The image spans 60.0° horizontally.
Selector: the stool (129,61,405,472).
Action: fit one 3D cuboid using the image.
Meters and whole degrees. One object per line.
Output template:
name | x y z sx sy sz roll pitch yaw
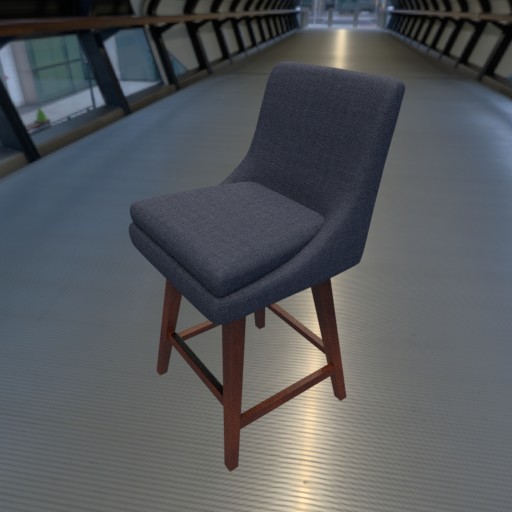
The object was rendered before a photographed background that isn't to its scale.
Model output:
stool | 0.000 0.000 1.178 0.524 0.895 0.467 -20 36 -30
